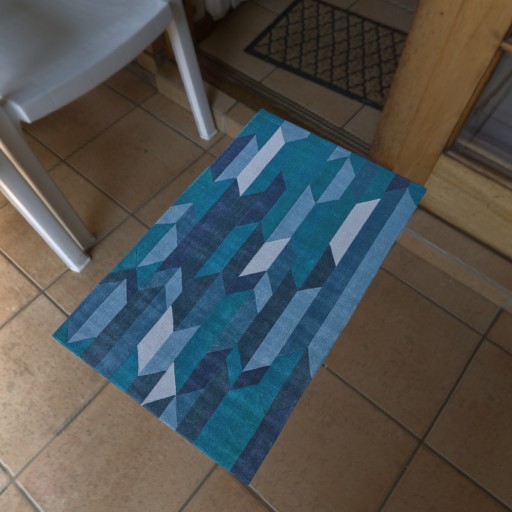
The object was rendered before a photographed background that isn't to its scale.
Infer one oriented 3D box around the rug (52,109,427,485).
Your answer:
[{"bbox_3d":[0.000,0.000,3.097,1.528,0.005,2.420,31,66,15],"label":"rug"}]
